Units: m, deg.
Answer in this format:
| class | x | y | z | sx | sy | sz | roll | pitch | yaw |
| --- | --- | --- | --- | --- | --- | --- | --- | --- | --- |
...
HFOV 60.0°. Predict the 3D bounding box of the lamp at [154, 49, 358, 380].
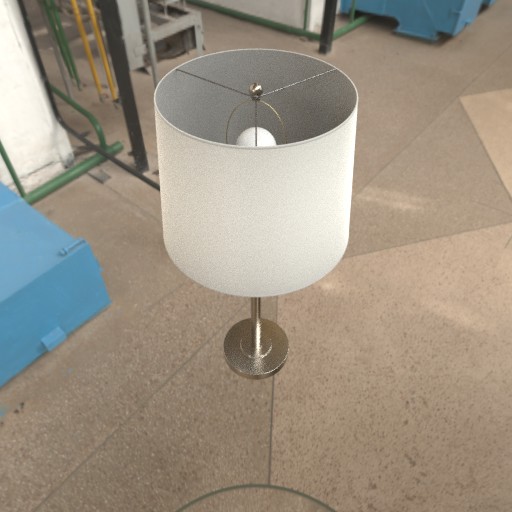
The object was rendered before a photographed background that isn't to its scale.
| class | x | y | z | sx | sy | sz | roll | pitch | yaw |
| --- | --- | --- | --- | --- | --- | --- | --- | --- | --- |
| lamp | 0.000 | 0.000 | 0.864 | 0.333 | 0.696 | 0.333 | 0 | 47 | 0 |
